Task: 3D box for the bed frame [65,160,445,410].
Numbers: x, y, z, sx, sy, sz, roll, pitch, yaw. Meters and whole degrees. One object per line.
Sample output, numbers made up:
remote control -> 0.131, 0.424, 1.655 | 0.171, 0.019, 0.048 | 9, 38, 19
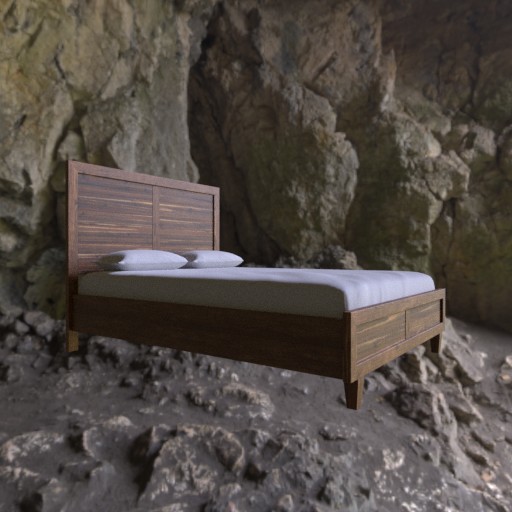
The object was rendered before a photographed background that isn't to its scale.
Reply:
bed frame -> 0.000, 0.000, 3.310 | 2.276, 1.417, 1.696 | 0, 0, 36
